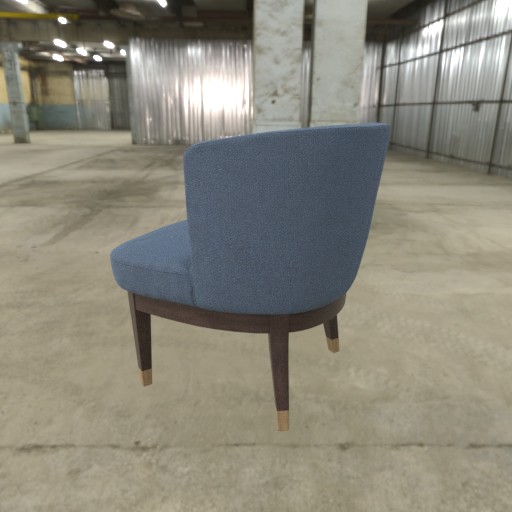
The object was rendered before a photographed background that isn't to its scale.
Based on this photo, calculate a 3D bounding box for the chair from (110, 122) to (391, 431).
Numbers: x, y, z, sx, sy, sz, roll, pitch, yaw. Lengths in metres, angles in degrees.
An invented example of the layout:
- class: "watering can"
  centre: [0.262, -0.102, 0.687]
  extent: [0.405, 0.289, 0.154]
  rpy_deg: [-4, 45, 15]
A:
- class: "chair"
  centre: [0.000, 0.000, 1.313]
  extent: [0.702, 0.760, 0.661]
  rpy_deg: [9, 19, 25]
